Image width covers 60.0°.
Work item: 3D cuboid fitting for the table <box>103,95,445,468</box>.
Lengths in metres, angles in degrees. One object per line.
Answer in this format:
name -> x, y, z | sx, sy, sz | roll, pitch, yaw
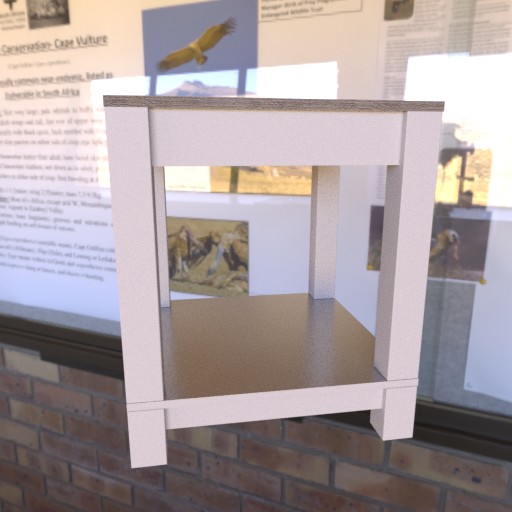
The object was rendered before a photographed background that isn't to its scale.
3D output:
table -> 0.000, 0.000, 0.950 | 0.504, 0.587, 0.506 | -2, 14, -9
